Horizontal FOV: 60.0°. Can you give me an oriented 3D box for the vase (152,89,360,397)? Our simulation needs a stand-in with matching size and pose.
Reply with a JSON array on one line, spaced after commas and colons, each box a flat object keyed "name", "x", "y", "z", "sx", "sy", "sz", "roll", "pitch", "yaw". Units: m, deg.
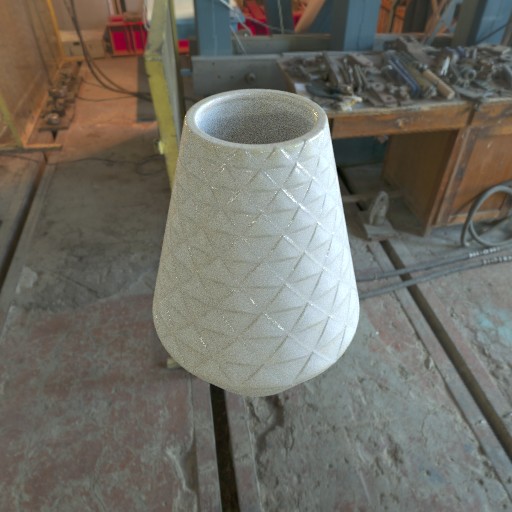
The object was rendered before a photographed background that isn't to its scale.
[{"name": "vase", "x": 0.000, "y": 0.000, "z": 0.349, "sx": 0.175, "sy": 0.230, "sz": 0.175, "roll": 0, "pitch": 42, "yaw": 0}]
